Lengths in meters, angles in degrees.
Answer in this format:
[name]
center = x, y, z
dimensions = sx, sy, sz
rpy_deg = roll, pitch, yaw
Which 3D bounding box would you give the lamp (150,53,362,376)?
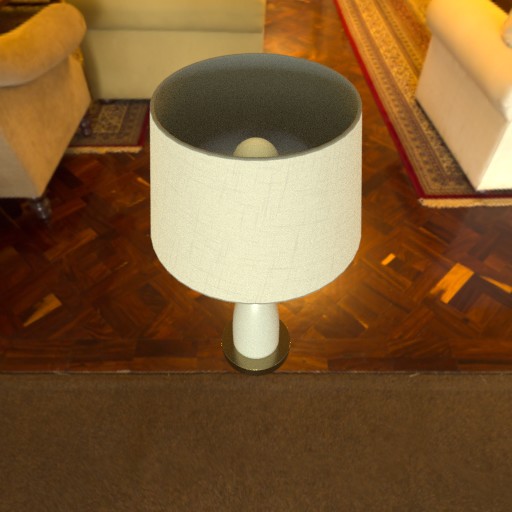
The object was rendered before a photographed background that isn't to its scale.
[lamp]
center = 0.000, 0.000, 0.716
dimensions = 0.309, 0.545, 0.309
rpy_deg = 0, 47, 0
